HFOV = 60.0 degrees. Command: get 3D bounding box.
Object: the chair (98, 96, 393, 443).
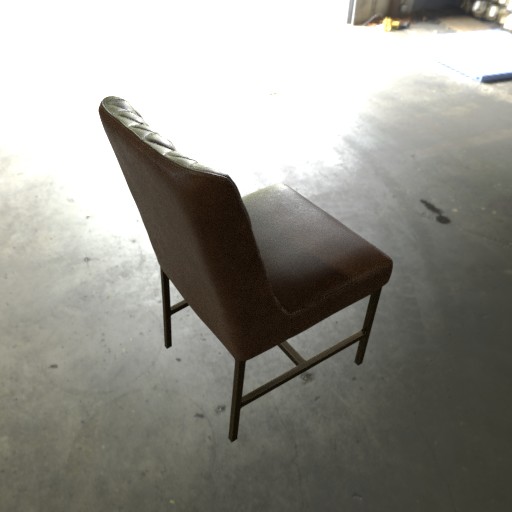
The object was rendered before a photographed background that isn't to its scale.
[{"bbox_3d":[0.000,0.000,1.233,0.587,0.889,0.508,-25,47,-26],"label":"chair"}]
